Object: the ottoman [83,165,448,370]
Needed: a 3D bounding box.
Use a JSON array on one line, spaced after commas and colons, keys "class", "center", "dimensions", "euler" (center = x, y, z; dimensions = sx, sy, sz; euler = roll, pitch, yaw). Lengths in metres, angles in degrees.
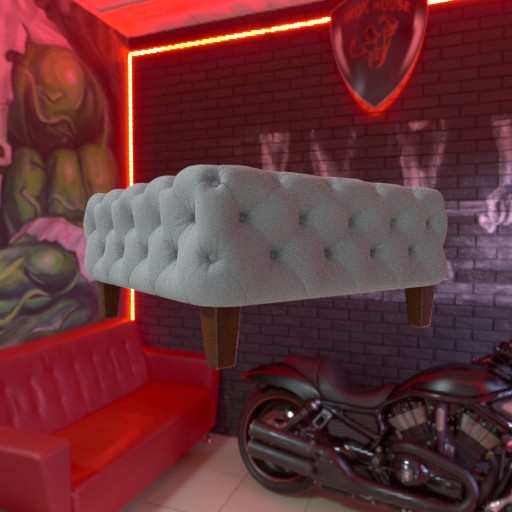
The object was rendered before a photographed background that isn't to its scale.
[{"class": "ottoman", "center": [0.000, 0.000, 1.479], "dimensions": [0.911, 0.439, 0.917], "euler": [-2, 3, -36]}]
